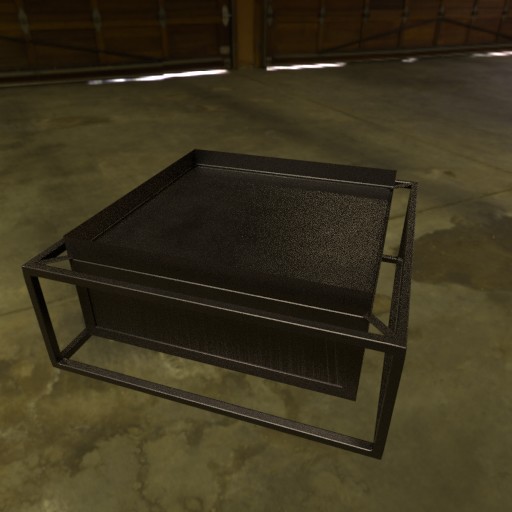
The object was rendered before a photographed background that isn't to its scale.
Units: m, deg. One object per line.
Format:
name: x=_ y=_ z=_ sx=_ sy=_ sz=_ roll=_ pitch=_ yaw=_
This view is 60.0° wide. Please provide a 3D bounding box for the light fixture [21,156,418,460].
light fixture: x=0.000 y=0.000 z=0.679 sx=0.441 sy=0.191 sz=0.441 roll=10 pitch=32 yaw=16
